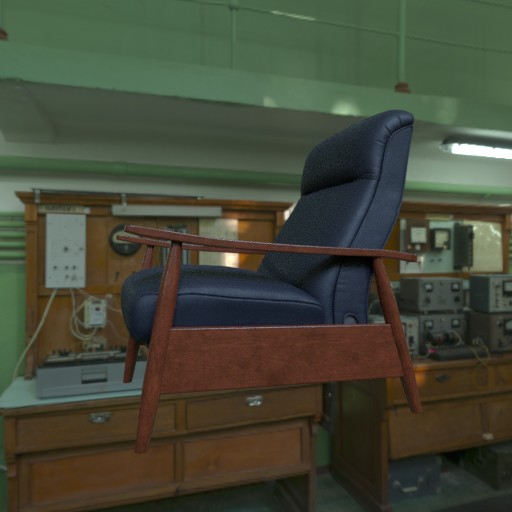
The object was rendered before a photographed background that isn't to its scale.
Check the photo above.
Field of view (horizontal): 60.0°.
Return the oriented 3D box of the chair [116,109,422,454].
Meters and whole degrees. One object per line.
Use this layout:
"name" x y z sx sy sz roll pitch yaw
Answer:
"chair" 0.000 0.000 1.718 1.014 1.082 0.762 0 0 -19
